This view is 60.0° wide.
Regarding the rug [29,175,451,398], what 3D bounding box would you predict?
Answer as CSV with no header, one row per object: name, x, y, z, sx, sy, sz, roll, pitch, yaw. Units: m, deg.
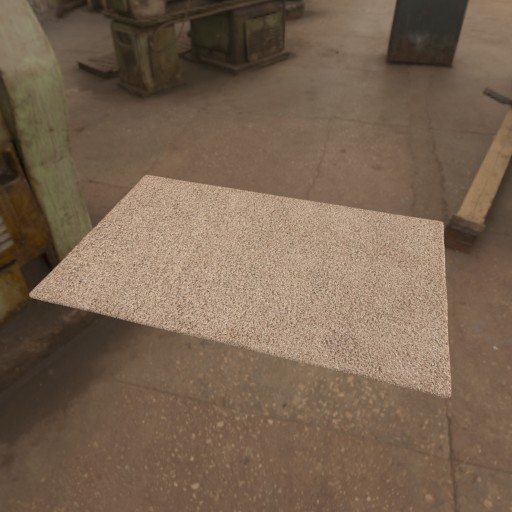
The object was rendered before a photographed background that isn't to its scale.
rug,0.000,0.000,2.985,2.438,0.030,1.524,11,41,13
